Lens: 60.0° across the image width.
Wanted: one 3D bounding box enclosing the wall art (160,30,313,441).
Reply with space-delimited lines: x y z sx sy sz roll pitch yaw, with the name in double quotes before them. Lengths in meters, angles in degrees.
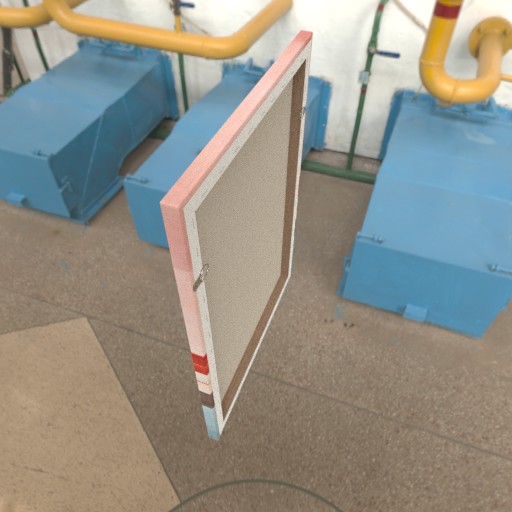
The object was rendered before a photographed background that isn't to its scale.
"wall art" 0.000 0.000 1.326 0.039 1.016 0.761 16 50 14
